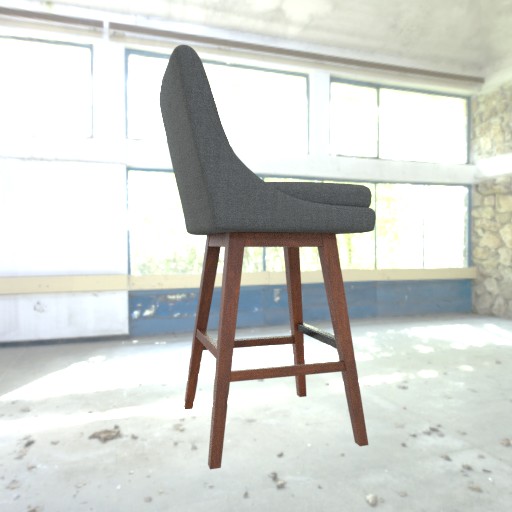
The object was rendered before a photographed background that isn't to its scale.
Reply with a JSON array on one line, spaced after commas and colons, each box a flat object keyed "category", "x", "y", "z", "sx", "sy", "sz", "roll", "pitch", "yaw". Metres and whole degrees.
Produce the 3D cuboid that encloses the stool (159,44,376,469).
[{"category": "stool", "x": 0.000, "y": 0.000, "z": 1.262, "sx": 0.524, "sy": 0.977, "sz": 0.447, "roll": 0, "pitch": 1, "yaw": -18}]
